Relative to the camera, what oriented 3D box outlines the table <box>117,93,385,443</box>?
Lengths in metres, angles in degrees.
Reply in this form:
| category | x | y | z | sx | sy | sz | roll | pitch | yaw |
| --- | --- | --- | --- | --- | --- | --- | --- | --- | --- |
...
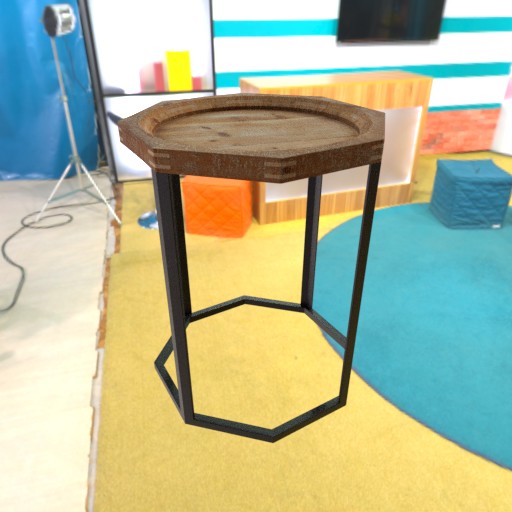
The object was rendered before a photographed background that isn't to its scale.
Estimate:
| category | x | y | z | sx | sy | sz | roll | pitch | yaw |
| --- | --- | --- | --- | --- | --- | --- | --- | --- | --- |
| table | 0.000 | 0.000 | 0.885 | 0.458 | 0.543 | 0.458 | 21 | 36 | 31 |
